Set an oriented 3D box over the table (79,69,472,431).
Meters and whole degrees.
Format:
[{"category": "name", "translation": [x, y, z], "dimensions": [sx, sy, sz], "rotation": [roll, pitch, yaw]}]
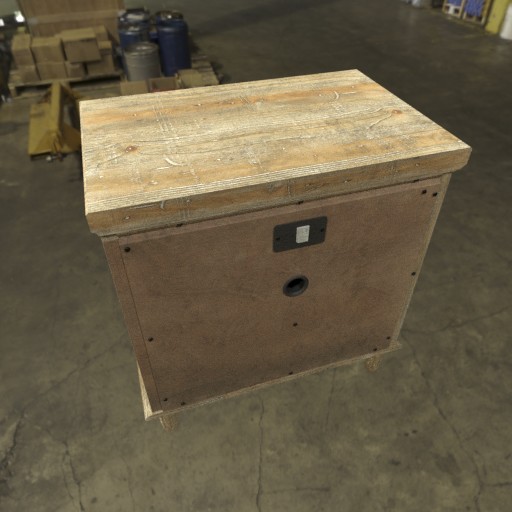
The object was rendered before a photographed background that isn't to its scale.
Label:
[{"category": "table", "translation": [0.000, 0.000, 1.121], "dimensions": [0.686, 0.711, 0.457], "rotation": [-12, 42, -13]}]
